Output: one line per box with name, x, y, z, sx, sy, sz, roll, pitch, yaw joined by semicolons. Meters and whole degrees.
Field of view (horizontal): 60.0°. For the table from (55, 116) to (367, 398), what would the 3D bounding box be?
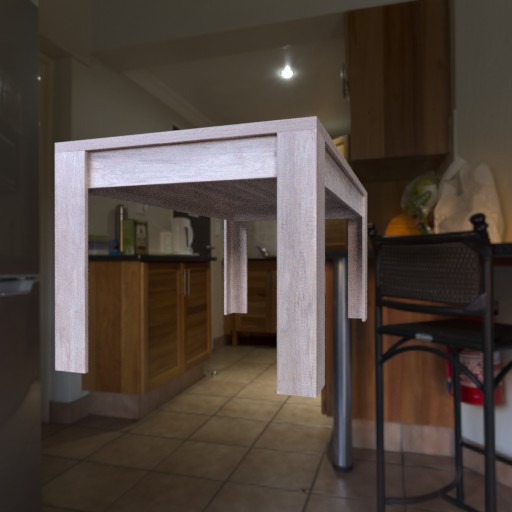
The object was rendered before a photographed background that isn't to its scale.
table;0.000;0.000;2.121;0.900;0.775;1.600;0;0;19
